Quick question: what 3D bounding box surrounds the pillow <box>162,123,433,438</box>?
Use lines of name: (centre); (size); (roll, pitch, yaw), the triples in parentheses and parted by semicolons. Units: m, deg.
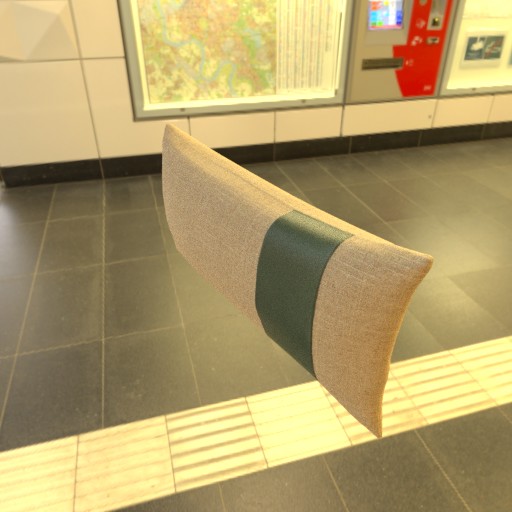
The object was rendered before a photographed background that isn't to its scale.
pillow: (0.000, 0.000, 1.043); (0.197, 0.429, 0.859); (-21, 38, -30)
